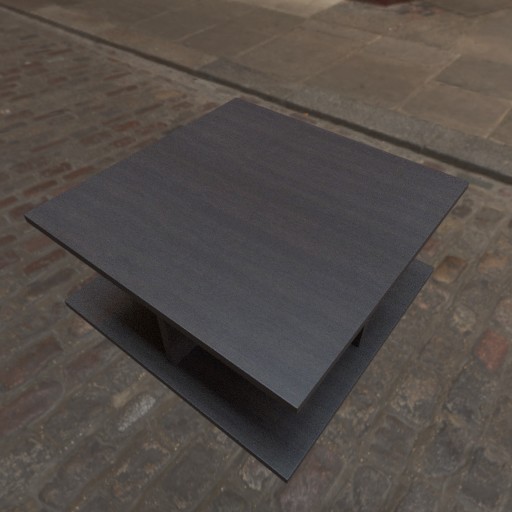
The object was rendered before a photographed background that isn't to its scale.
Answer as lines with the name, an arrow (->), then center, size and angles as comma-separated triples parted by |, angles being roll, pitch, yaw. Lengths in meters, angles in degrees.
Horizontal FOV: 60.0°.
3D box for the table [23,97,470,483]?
table -> 0.000, 0.000, 1.201 | 0.762, 0.396, 0.762 | 29, 52, 26
